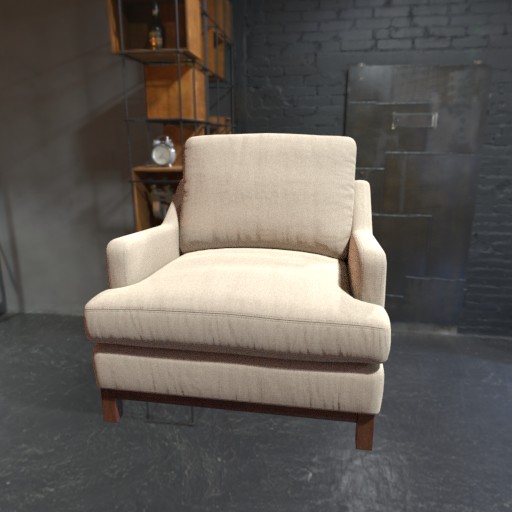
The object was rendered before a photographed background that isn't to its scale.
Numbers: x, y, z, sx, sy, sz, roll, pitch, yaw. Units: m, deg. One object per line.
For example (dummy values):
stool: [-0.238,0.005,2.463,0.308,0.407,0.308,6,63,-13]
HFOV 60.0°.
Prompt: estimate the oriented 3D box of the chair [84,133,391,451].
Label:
chair: [0.000,0.000,1.702,0.912,0.916,1.001,2,15,9]
